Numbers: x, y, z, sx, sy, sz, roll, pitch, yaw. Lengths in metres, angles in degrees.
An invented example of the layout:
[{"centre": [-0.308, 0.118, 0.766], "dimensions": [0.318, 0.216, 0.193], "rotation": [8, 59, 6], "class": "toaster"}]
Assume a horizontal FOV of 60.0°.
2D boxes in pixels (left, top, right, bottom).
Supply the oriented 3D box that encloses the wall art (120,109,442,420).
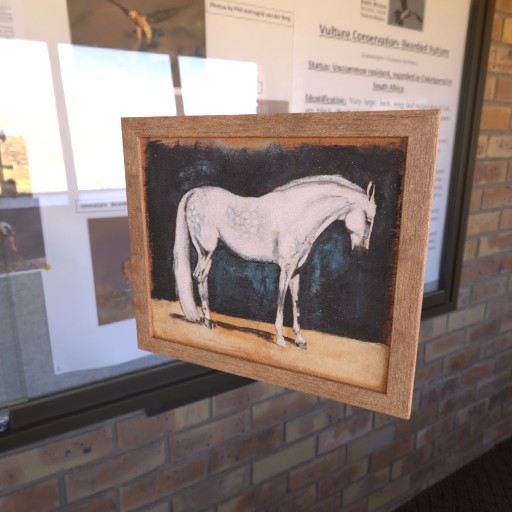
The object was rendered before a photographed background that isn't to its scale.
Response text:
[{"centre": [0.000, 0.000, 0.964], "dimensions": [0.690, 0.588, 0.026], "rotation": [7, 17, 25], "class": "wall art"}]
